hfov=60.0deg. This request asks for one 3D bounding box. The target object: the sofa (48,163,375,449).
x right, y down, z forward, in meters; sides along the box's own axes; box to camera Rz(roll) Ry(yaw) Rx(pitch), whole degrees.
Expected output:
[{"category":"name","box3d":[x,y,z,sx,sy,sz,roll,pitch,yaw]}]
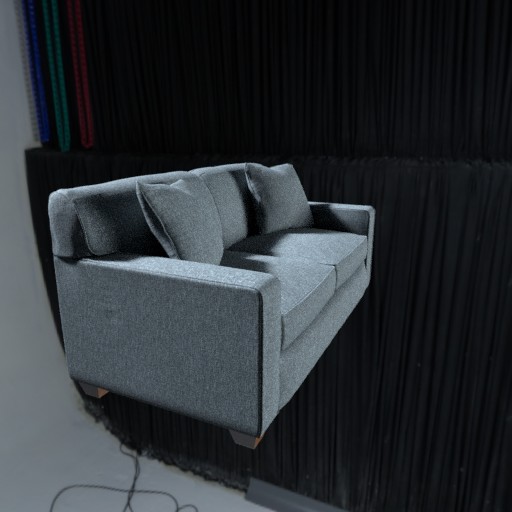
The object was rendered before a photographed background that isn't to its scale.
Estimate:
[{"category":"sofa","box3d":[0.000,0.000,2.451,0.998,0.958,1.846,7,17,25]}]
